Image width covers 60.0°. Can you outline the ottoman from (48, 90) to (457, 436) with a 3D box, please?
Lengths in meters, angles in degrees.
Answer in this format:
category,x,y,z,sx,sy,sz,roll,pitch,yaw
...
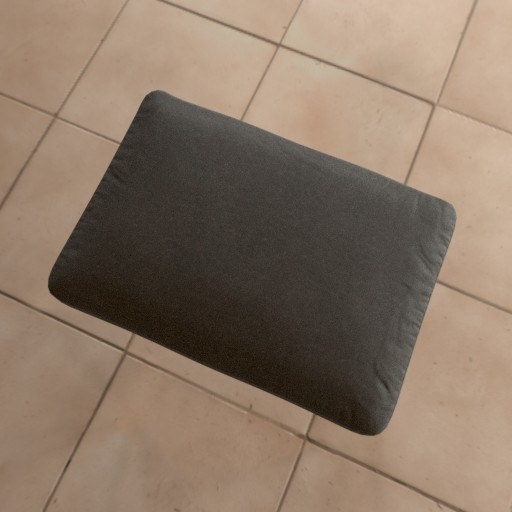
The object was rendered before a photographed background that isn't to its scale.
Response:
category,x,y,z,sx,sy,sz,roll,pitch,yaw
ottoman,0.000,0.000,1.593,1.199,0.429,0.840,22,77,5
